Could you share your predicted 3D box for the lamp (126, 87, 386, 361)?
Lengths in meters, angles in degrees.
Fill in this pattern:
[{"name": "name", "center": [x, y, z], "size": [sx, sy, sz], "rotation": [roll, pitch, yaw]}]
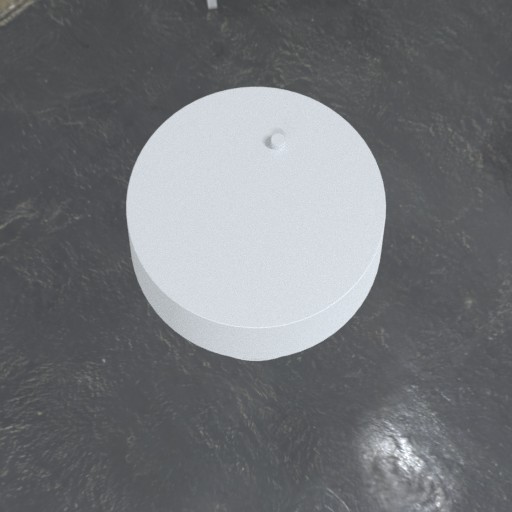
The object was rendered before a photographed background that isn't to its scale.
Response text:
[{"name": "lamp", "center": [0.000, 0.000, 0.619], "size": [0.291, 0.429, 0.291], "rotation": [0, 74, 0]}]
